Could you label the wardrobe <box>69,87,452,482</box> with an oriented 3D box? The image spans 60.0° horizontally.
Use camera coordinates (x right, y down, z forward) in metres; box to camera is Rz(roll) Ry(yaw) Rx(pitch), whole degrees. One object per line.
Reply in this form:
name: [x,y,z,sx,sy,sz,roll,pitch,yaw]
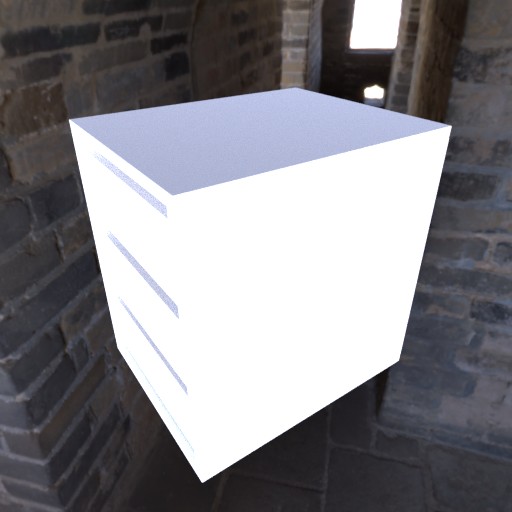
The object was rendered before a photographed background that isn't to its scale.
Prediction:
wardrobe: [0.000,0.000,0.873,0.500,0.520,0.400,-20,36,-29]
